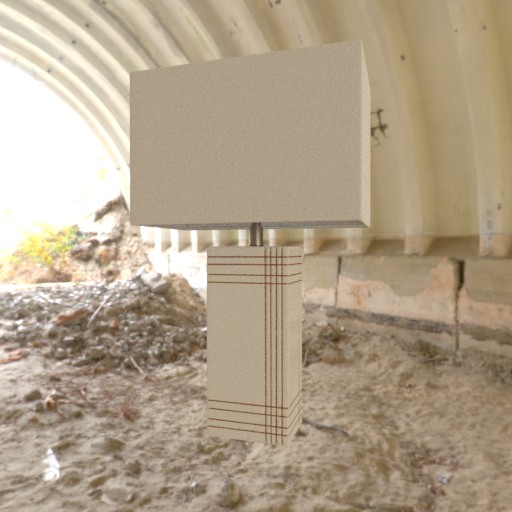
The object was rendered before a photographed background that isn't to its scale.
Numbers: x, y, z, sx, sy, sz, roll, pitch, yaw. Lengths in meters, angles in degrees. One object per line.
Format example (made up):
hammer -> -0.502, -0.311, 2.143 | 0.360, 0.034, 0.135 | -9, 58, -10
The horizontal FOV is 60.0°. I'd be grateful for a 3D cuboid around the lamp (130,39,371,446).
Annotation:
lamp -> 0.000, 0.000, 0.689 | 0.334, 0.543, 0.182 | 0, 1, 18
